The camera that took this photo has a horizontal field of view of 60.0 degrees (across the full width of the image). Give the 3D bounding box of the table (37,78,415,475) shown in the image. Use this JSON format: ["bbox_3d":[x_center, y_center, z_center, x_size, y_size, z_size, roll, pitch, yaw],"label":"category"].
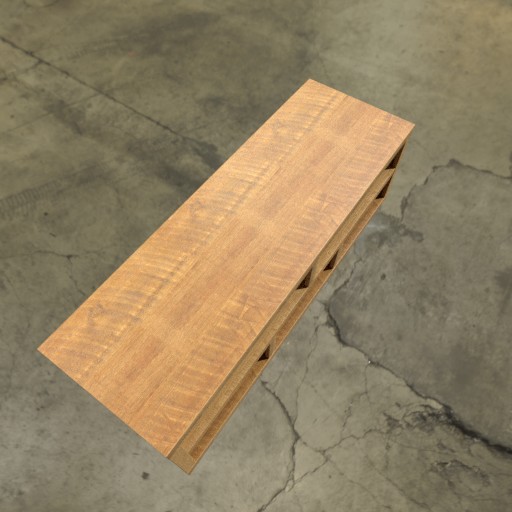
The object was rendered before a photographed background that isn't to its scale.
[{"bbox_3d":[0.000,0.000,1.738,0.499,0.491,1.499,31,63,18],"label":"table"}]
